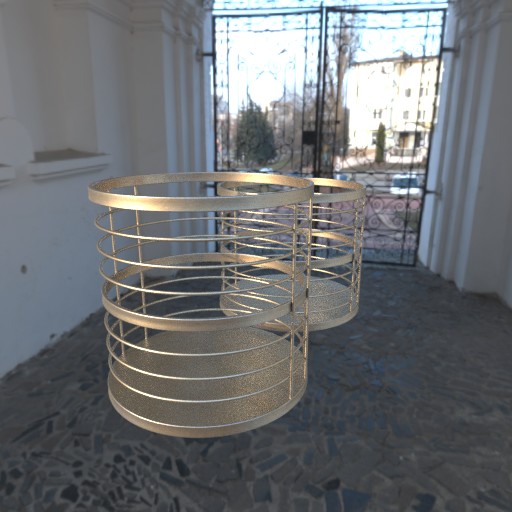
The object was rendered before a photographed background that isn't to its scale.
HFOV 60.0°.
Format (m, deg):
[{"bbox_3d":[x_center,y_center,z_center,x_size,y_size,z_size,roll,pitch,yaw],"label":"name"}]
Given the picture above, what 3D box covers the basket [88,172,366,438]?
[{"bbox_3d":[0.000,0.000,0.936,0.356,0.351,0.746,7,17,25],"label":"basket"}]
